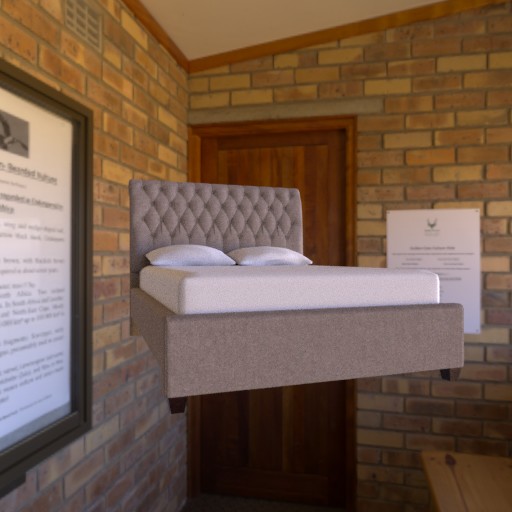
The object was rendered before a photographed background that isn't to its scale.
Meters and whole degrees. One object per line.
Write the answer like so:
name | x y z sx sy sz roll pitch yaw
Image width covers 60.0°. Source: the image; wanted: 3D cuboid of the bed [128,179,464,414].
bed | 0.000 0.000 3.219 1.645 1.371 2.252 0 0 -20
